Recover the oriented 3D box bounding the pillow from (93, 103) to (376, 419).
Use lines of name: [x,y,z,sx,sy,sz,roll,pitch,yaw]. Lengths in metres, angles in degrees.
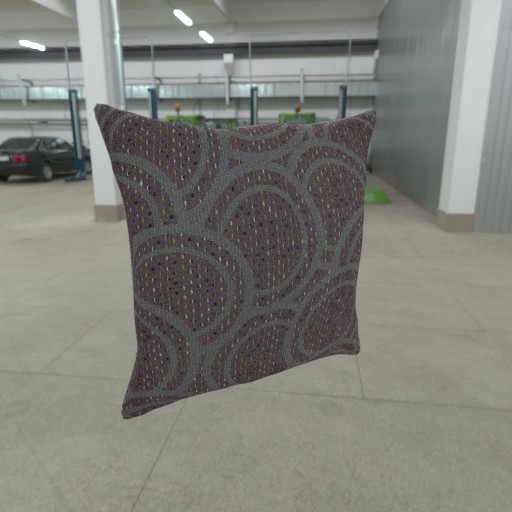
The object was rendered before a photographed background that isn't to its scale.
pillow: [0.000,0.000,0.800,0.514,0.513,0.163,-8,17,-27]
